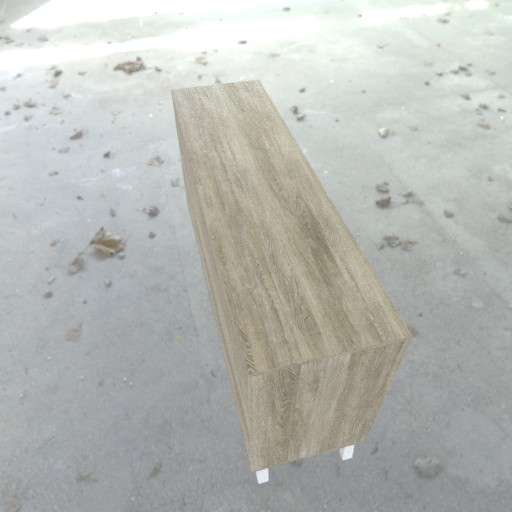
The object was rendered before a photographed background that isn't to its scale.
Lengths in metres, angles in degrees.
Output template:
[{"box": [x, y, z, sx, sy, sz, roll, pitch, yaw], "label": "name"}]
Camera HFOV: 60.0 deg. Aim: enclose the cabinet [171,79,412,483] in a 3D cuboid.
[{"box": [0.000, 0.000, 1.995, 0.450, 0.870, 1.600, -11, 47, -10], "label": "cabinet"}]
